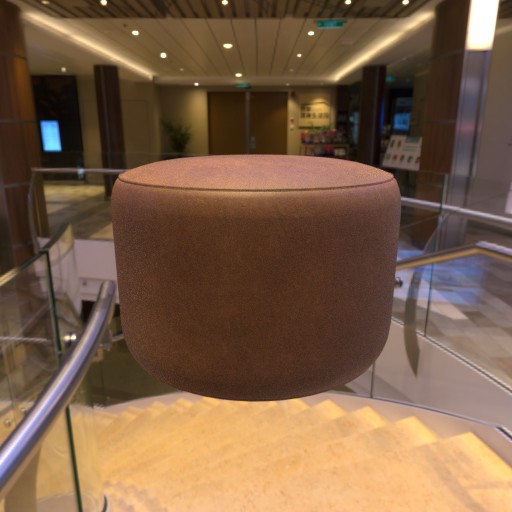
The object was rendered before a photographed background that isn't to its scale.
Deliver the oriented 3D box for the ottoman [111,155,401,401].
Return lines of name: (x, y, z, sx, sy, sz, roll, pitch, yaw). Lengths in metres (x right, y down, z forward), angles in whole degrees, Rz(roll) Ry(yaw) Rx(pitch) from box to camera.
ottoman: (0.000, 0.000, 1.006, 0.607, 0.438, 0.607, 0, 16, 0)
